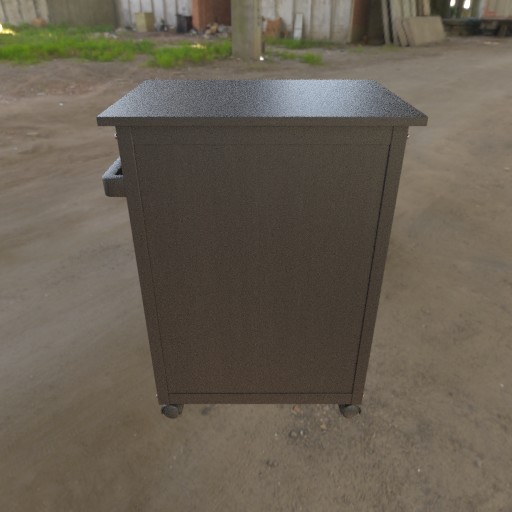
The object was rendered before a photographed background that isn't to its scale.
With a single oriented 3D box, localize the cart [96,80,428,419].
[{"bbox_3d":[0.000,0.000,1.265,0.660,0.879,0.456,0,30,0],"label":"cart"}]
